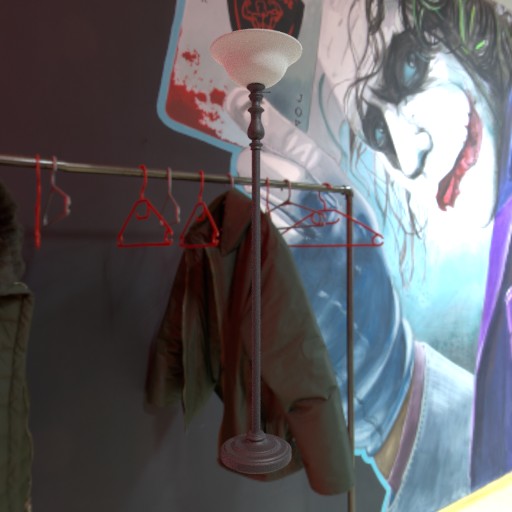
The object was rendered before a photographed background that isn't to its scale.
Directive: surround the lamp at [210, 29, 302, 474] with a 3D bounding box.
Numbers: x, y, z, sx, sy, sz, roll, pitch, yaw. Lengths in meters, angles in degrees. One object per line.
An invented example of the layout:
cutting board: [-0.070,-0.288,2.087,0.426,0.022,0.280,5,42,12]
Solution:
lamp: [0.000,0.000,1.959,0.405,1.797,0.405,0,1,0]
